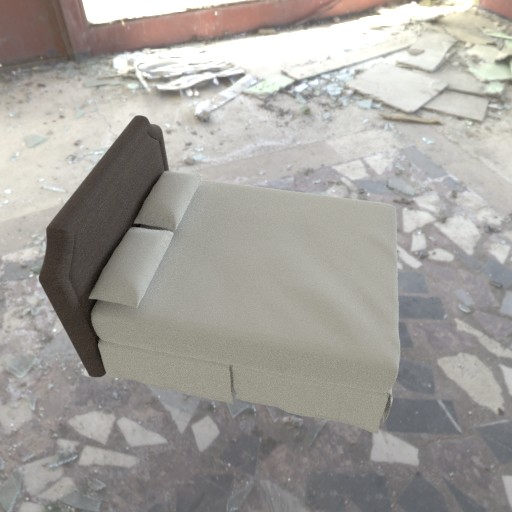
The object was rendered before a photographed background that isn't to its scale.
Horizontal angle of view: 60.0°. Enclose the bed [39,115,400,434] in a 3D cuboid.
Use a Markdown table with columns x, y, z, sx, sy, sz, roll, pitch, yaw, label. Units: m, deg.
| x | y | z | sx | sy | sz | roll | pitch | yaw | label |
| --- | --- | --- | --- | --- | --- | --- | --- | --- | --- |
| 0.000 | 0.000 | 3.159 | 2.116 | 1.290 | 1.693 | 9 | 47 | 8 | bed |
